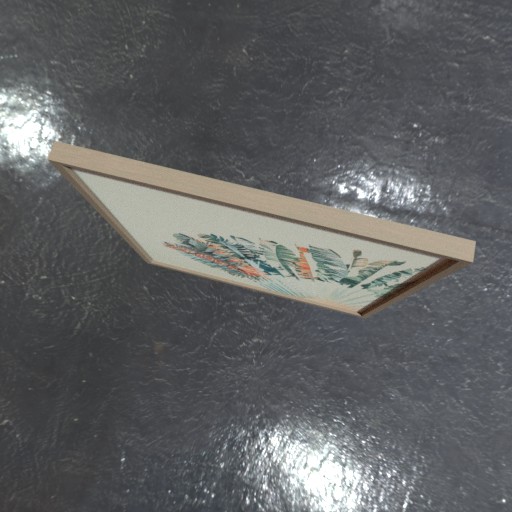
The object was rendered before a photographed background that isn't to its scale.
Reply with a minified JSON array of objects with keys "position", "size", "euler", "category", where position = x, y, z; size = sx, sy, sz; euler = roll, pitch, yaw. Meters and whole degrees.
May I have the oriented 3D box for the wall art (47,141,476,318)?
[{"position":[0.000,0.000,1.139],"size":[0.761,0.758,0.038],"euler":[14,75,4],"category":"wall art"}]
